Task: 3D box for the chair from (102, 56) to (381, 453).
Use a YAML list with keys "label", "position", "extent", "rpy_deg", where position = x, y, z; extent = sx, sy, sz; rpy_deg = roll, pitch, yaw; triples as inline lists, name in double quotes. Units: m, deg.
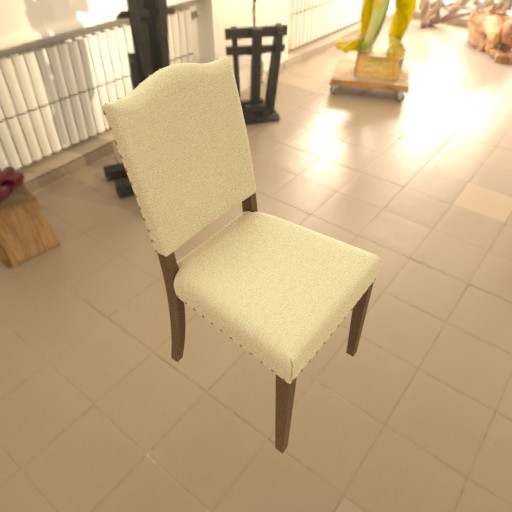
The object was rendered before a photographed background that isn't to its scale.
- label: "chair"
  position: [0.000, 0.000, 1.357]
  extent: [0.619, 1.015, 0.508]
  rpy_deg: [27, 48, 27]
